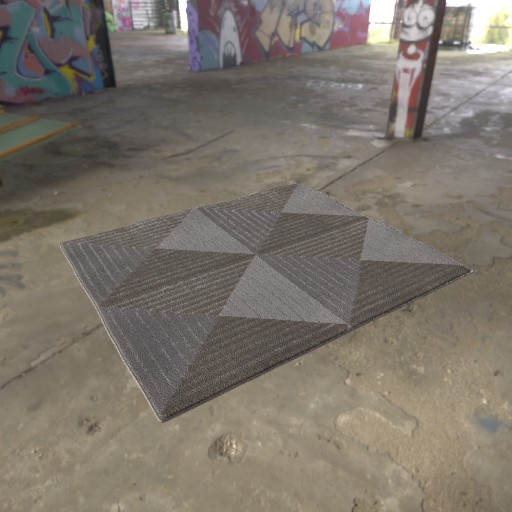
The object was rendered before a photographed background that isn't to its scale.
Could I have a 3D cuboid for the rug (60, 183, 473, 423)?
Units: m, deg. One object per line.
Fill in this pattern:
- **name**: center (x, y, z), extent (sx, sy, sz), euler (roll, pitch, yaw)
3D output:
- **rug**: center (0.000, 0.000, 0.889), extent (0.642, 0.008, 0.551), euler (-18, 35, -28)
